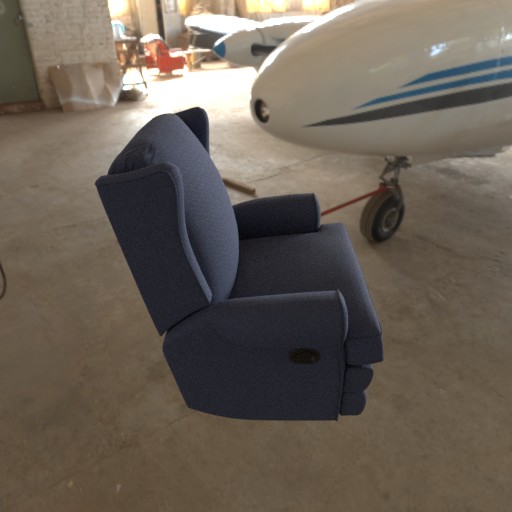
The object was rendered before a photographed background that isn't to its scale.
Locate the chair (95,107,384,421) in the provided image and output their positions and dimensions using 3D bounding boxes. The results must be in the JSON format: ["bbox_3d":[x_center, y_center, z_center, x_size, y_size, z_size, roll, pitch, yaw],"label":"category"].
[{"bbox_3d":[0.000,0.000,1.749,0.877,1.020,0.971,1,31,1],"label":"chair"}]
